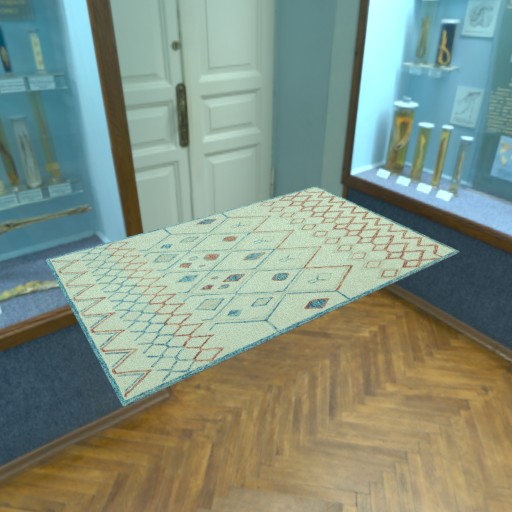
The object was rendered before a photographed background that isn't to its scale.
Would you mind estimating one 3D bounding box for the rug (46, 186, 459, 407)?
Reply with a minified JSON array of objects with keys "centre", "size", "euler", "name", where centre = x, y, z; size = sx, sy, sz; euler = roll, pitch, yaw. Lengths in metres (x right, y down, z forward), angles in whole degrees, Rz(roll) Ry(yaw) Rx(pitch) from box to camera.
[{"centre":[0.000,0.000,3.077],"size":[2.438,0.015,1.524],"euler":[-19,35,-29],"name":"rug"}]
